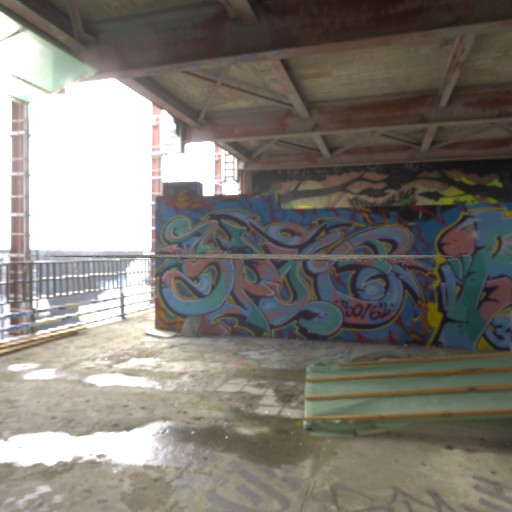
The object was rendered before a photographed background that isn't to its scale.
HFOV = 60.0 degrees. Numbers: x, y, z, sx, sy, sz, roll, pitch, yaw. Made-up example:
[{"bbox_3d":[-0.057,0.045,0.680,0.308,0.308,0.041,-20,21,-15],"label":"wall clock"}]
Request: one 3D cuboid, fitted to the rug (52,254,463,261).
[{"bbox_3d":[0.000,0.000,4.036,3.048,0.010,2.438,1,1,36],"label":"rug"}]
